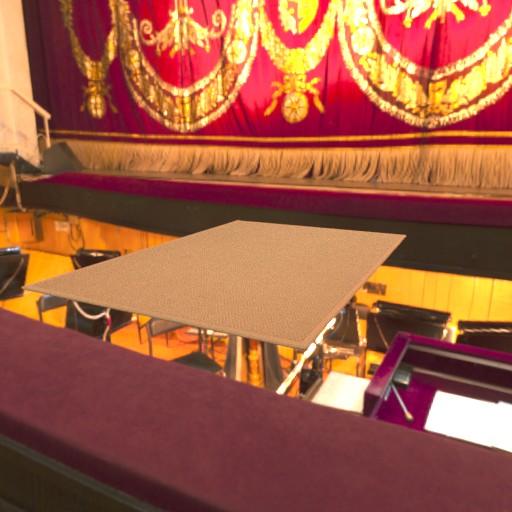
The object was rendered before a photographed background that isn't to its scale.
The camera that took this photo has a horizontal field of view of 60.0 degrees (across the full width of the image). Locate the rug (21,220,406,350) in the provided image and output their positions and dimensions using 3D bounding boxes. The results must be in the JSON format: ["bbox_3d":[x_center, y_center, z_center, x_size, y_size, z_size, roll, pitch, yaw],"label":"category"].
[{"bbox_3d":[0.000,0.000,2.869,1.532,0.017,2.244,7,16,26],"label":"rug"}]
